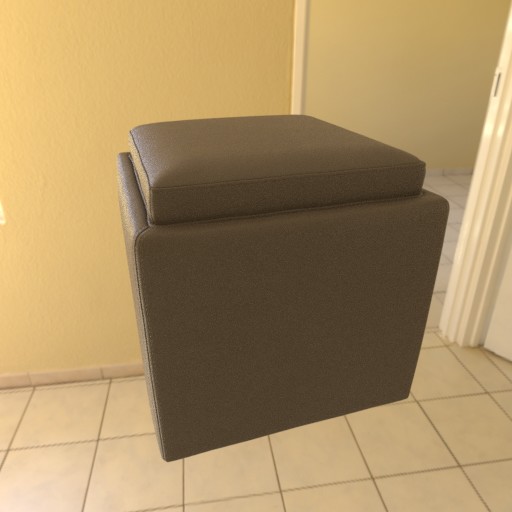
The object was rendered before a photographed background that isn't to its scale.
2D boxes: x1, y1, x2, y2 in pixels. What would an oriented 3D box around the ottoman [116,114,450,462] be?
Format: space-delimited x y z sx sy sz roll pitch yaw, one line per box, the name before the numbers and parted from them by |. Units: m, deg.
ottoman | 0.000 0.000 0.813 0.451 0.460 0.450 -8 28 -16
